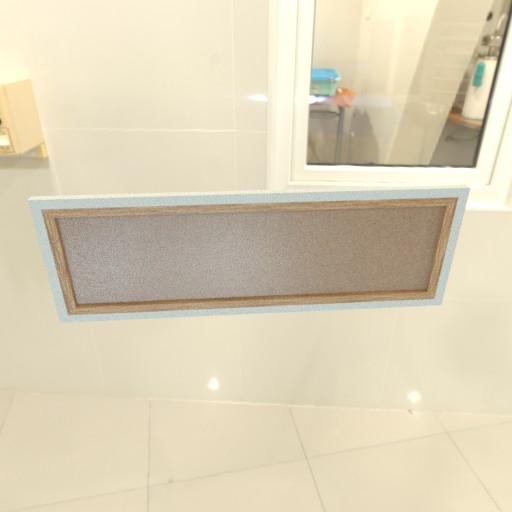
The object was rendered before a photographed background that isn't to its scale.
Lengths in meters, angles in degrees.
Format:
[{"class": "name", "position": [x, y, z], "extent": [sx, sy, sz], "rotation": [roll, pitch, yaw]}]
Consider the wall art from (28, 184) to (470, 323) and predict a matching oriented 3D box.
[{"class": "wall art", "position": [0.000, 0.000, 1.656], "extent": [1.520, 0.507, 0.039], "rotation": [-2, 29, -4]}]
